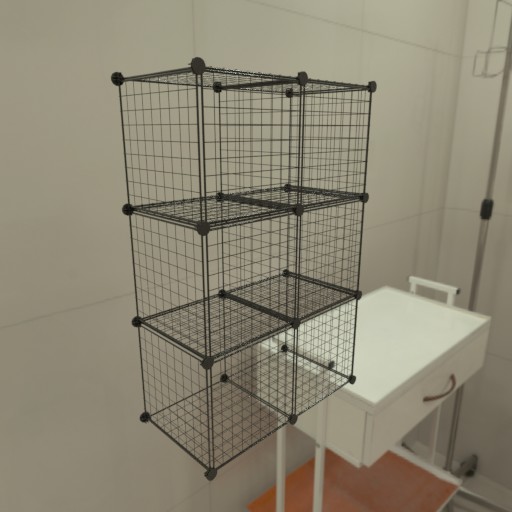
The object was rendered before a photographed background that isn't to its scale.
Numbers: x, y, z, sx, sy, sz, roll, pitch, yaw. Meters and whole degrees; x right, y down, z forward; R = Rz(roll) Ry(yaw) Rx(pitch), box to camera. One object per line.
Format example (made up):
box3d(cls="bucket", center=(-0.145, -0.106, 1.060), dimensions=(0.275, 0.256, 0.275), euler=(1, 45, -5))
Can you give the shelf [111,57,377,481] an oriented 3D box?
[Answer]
box3d(cls="shelf", center=(0.000, 0.000, 1.416), dimensions=(0.711, 1.067, 0.356), euler=(-15, 22, -42))
